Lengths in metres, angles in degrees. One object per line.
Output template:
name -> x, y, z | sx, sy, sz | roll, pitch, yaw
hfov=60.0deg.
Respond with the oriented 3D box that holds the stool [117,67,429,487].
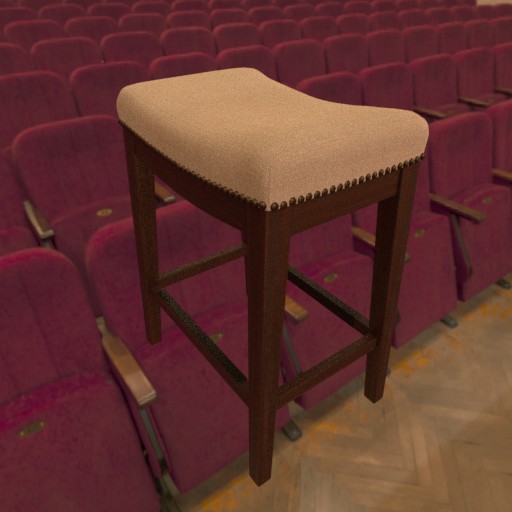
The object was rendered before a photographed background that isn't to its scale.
stool -> 0.000, 0.000, 0.938 | 0.363, 0.669, 0.509 | -22, 39, -30
